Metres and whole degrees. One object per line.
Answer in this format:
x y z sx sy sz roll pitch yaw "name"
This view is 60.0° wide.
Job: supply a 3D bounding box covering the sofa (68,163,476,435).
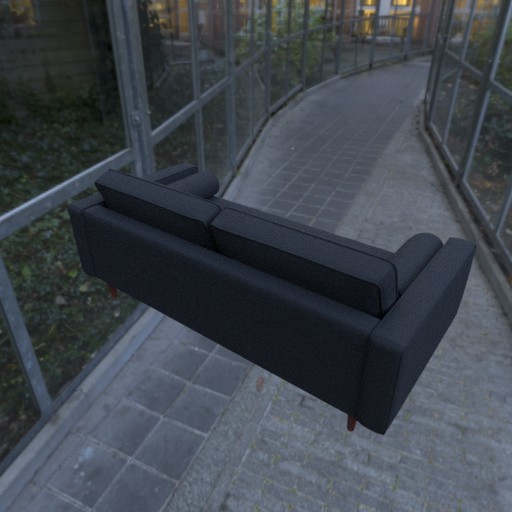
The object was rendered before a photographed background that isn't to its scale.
0.000 0.000 2.293 1.875 0.759 0.914 21 36 31 "sofa"
